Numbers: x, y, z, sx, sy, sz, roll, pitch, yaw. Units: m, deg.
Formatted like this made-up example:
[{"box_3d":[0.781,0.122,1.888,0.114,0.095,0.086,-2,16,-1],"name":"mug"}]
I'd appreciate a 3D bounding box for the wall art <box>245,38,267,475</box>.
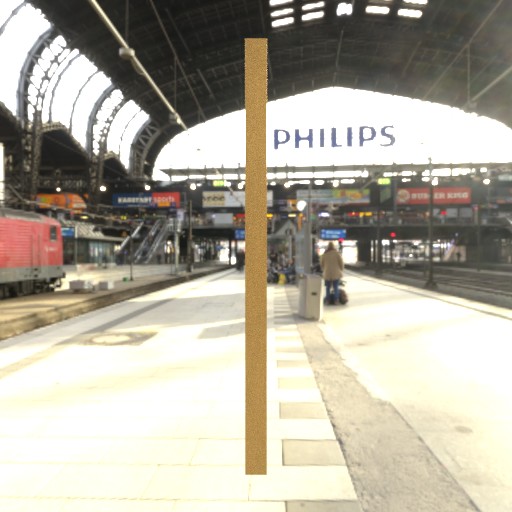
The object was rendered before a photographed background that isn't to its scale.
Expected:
[{"box_3d":[0.000,0.000,2.933,0.097,1.936,1.935,0,0,0],"name":"wall art"}]
